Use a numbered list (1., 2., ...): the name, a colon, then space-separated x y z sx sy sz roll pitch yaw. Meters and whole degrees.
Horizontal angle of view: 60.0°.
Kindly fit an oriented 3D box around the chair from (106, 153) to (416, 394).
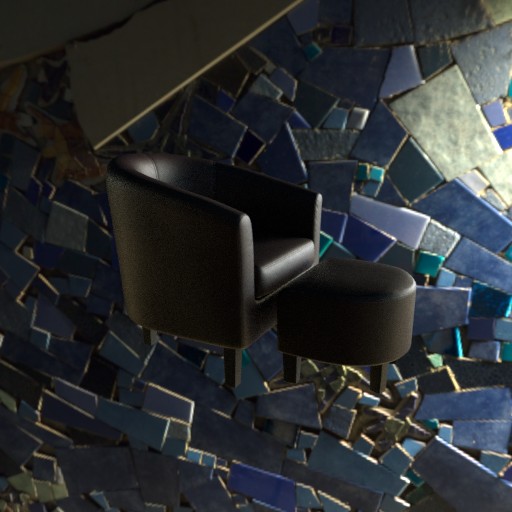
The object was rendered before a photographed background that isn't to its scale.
1. chair: 0.000 0.000 1.699 1.176 0.755 0.737 8 16 27
